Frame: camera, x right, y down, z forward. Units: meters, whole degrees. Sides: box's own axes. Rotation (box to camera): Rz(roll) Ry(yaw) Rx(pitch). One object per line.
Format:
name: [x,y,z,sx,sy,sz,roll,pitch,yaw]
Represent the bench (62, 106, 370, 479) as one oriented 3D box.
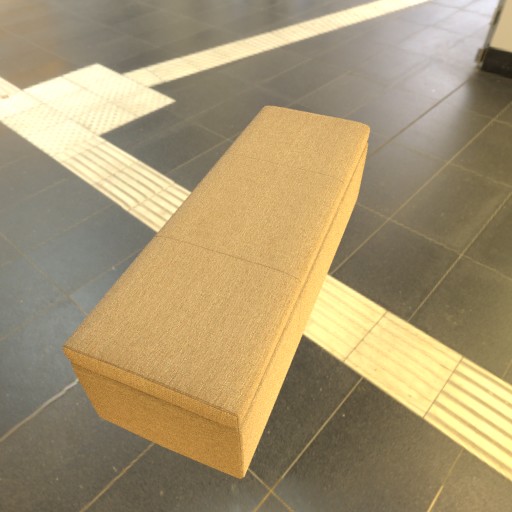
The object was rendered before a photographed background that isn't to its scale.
bench: [0.000,0.000,1.477,0.446,0.438,1.269,16,47,16]
